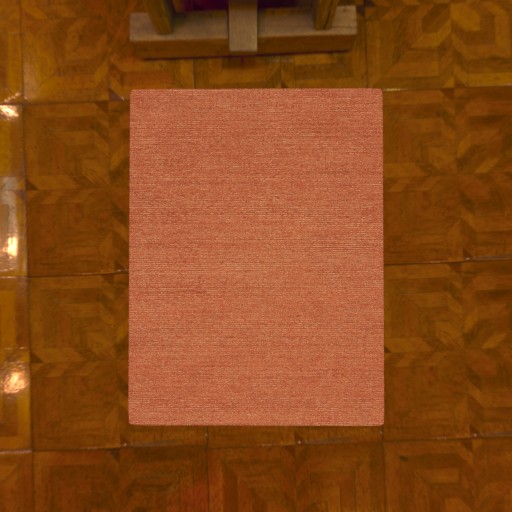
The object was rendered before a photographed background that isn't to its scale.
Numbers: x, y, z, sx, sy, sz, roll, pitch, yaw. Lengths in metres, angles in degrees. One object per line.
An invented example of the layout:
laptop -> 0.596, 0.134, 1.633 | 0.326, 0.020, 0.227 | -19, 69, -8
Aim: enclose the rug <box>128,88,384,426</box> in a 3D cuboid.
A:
rug -> 0.000, 0.000, 2.780 | 1.594, 0.009, 2.112 | 0, 89, 0
